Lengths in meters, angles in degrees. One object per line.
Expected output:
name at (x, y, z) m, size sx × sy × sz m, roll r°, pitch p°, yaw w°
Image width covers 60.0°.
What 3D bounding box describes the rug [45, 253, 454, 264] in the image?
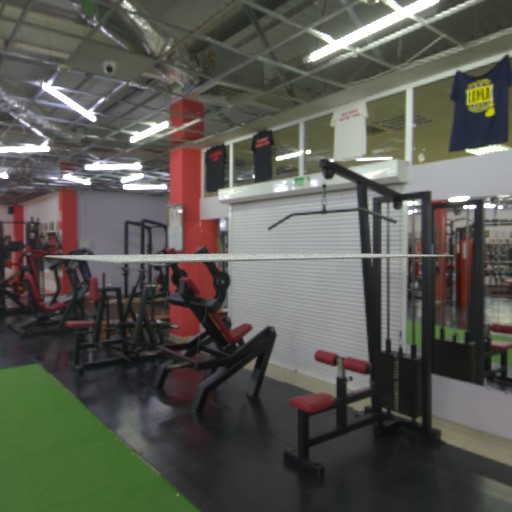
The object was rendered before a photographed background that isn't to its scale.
rug at (0.000, 0.000, 3.101) m, size 2.430 × 0.010 × 1.515 m, roll -1°, pitch 1°, yaw -36°
